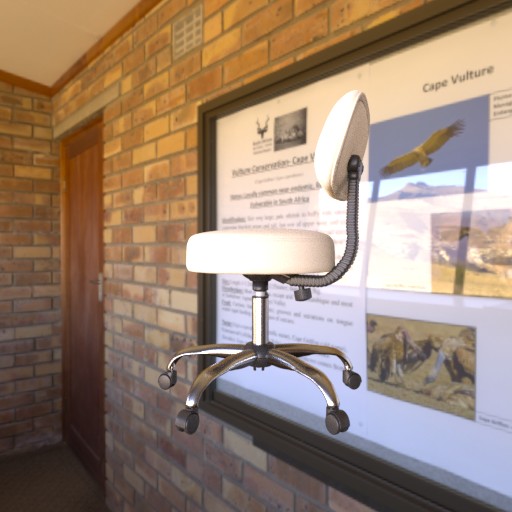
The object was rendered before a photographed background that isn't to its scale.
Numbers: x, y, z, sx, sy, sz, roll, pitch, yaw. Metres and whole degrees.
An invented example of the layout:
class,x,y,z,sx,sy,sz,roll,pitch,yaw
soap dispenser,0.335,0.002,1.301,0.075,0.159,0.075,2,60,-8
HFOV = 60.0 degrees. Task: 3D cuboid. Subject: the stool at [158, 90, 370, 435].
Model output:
class,x,y,z,sx,sy,sz,roll,pitch,yaw
stool,0.000,0.000,1.258,0.616,0.810,0.609,0,1,18
